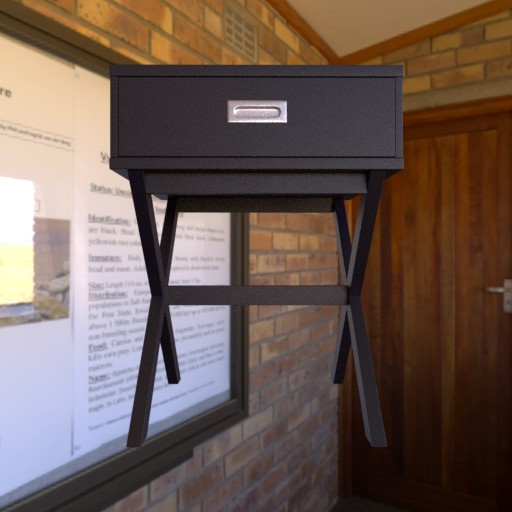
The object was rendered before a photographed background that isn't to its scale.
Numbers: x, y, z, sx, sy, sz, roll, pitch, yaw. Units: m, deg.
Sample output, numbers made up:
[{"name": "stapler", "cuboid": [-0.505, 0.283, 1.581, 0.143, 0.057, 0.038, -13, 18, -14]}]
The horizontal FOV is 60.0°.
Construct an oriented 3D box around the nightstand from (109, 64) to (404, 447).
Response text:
[{"name": "nightstand", "cuboid": [0.000, 0.000, 0.921, 0.479, 0.623, 0.402, 0, 0, 0]}]
